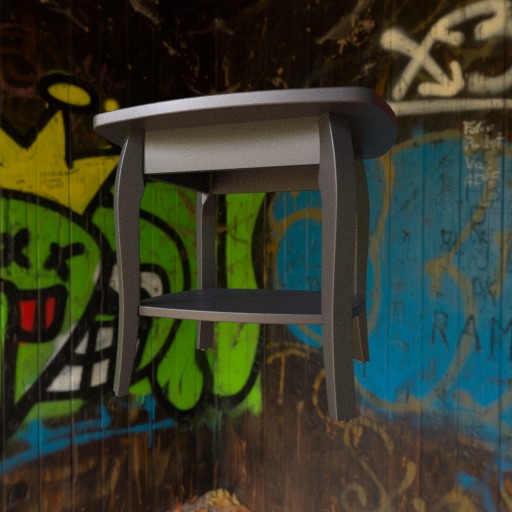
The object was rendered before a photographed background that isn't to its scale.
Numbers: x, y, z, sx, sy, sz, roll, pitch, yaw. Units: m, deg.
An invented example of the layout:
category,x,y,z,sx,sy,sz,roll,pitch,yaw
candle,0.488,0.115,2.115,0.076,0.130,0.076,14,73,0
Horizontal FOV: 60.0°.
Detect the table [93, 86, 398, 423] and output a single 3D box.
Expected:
category,x,y,z,sx,sy,sz,roll,pitch,yaw
table,0.000,0.000,0.837,0.508,0.457,0.457,0,1,18
